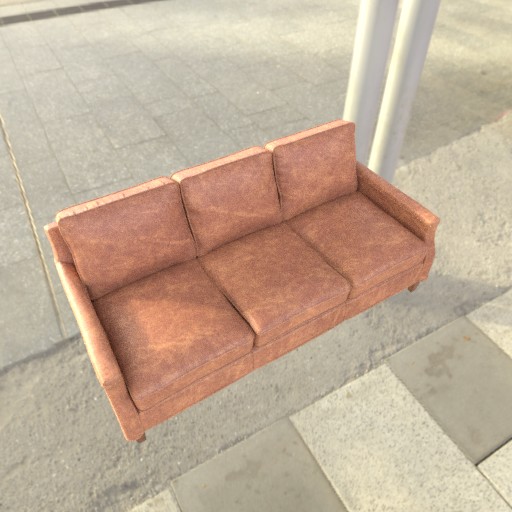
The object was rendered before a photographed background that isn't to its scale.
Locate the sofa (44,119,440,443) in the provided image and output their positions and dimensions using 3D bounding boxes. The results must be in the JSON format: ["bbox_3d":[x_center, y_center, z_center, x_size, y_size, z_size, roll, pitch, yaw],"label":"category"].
[{"bbox_3d":[0.000,0.000,2.812,2.246,1.003,1.084,-24,50,-22],"label":"sofa"}]
